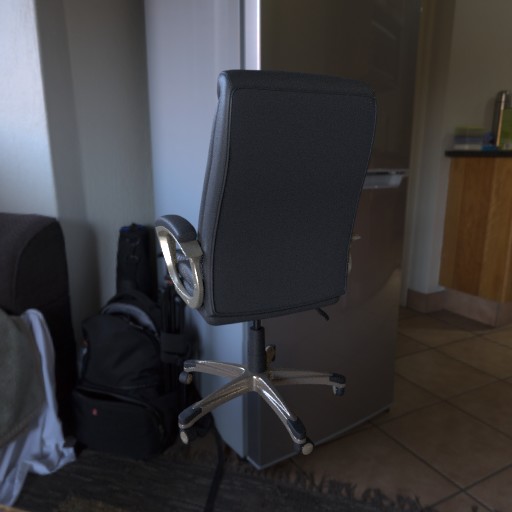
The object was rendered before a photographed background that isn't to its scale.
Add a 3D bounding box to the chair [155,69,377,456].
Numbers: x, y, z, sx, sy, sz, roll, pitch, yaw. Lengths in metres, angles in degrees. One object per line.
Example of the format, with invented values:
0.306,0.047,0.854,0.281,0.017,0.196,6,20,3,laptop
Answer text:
0.000,0.000,1.635,0.694,1.188,0.748,-7,15,-26,chair
